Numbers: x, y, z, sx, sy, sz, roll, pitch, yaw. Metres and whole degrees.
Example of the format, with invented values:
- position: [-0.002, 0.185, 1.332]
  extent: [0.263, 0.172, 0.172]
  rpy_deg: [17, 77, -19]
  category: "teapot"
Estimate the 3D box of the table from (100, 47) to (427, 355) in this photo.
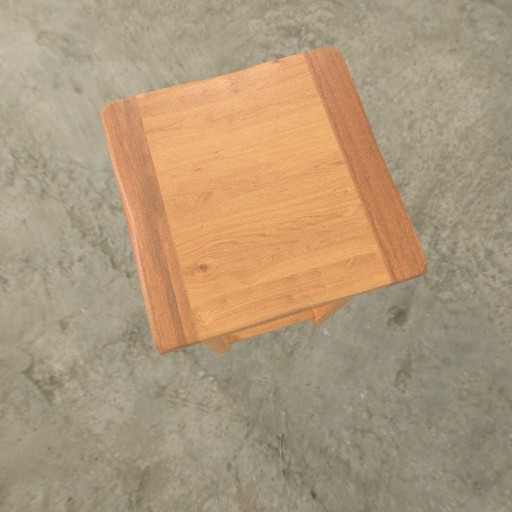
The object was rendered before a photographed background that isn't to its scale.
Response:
- position: [0.000, 0.000, 0.953]
  extent: [0.360, 0.740, 0.360]
  rpy_deg: [-16, 75, -4]
  category: "table"
